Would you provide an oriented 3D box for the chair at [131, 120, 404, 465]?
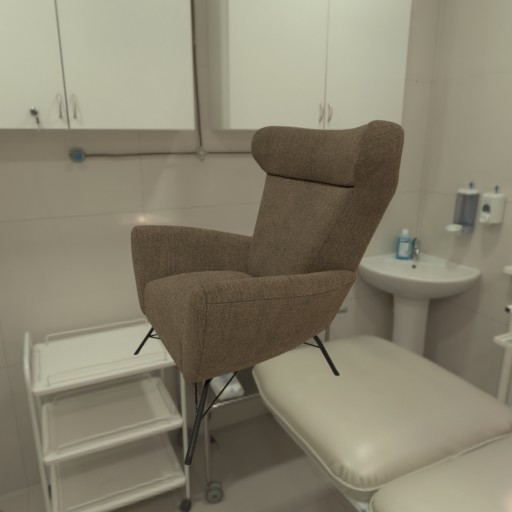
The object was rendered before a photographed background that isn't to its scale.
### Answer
[{"bbox_3d":[0.000,0.000,1.793,0.900,1.040,0.980,-8,17,-25],"label":"chair"}]
